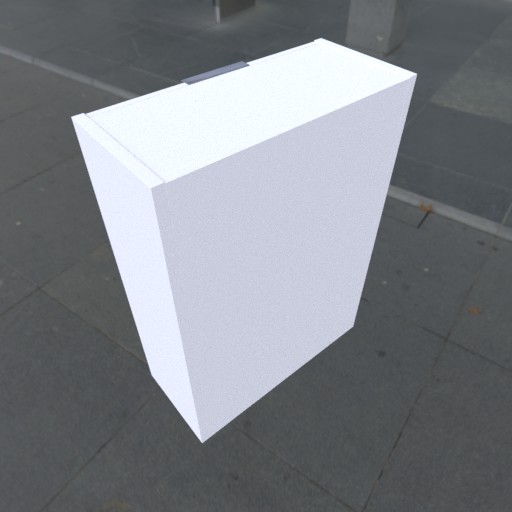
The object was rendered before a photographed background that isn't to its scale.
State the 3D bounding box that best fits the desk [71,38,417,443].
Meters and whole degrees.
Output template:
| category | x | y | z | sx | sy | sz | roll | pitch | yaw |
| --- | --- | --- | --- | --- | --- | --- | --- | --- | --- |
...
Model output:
| category | x | y | z | sx | sy | sz | roll | pitch | yaw |
| --- | --- | --- | --- | --- | --- | --- | --- | --- | --- |
| desk | 0.000 | 0.000 | 1.571 | 0.850 | 1.190 | 0.390 | -30 | 52 | -27 |
